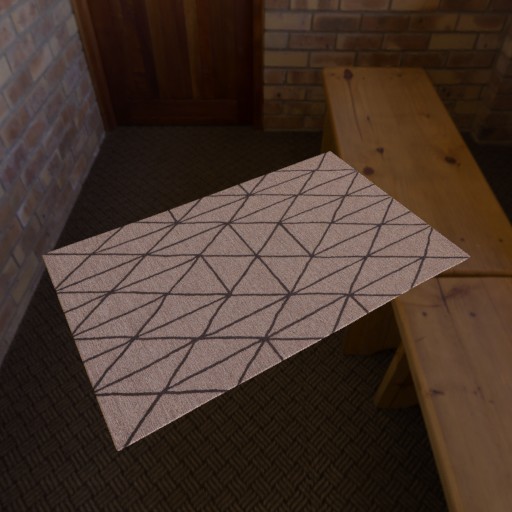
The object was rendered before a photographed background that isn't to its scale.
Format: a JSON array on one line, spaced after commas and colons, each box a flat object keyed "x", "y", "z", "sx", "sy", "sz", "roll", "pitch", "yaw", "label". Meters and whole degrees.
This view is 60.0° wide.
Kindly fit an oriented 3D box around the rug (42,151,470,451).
[{"x": 0.000, "y": 0.000, "z": 2.998, "sx": 2.465, "sy": 0.008, "sz": 1.526, "roll": -24, "pitch": 50, "yaw": -21, "label": "rug"}]
